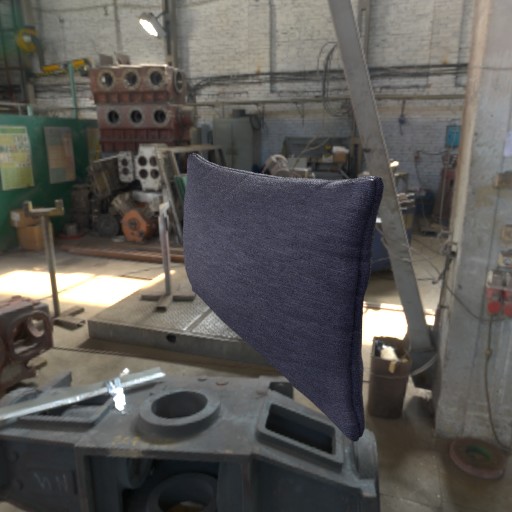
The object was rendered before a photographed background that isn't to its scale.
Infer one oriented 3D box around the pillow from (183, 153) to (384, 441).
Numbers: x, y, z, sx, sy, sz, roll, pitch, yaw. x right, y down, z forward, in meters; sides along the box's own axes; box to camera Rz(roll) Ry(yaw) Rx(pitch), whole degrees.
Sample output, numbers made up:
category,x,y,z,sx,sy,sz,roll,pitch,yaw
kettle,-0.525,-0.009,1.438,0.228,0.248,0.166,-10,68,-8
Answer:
category,x,y,z,sx,sy,sz,roll,pitch,yaw
pillow,0.000,0.000,0.801,0.210,0.338,0.633,-8,17,-26
